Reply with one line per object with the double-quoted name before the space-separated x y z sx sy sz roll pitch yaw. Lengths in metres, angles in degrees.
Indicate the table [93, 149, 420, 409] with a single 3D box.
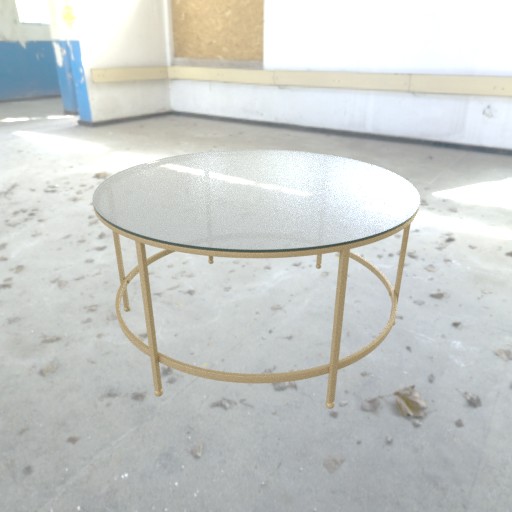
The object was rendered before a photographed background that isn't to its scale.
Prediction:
"table" 0.000 0.000 1.402 0.914 0.470 0.914 0 26 0
